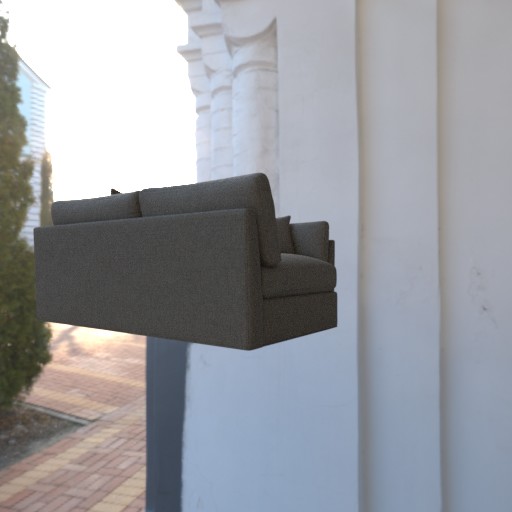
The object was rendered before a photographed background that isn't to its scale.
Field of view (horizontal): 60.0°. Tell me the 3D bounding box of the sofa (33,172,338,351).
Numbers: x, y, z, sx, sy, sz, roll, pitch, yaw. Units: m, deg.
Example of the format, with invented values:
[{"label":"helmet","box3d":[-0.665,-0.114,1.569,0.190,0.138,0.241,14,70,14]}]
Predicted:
[{"label":"sofa","box3d":[0.000,0.000,3.860,1.994,0.978,2.896,-1,-1,36]}]
